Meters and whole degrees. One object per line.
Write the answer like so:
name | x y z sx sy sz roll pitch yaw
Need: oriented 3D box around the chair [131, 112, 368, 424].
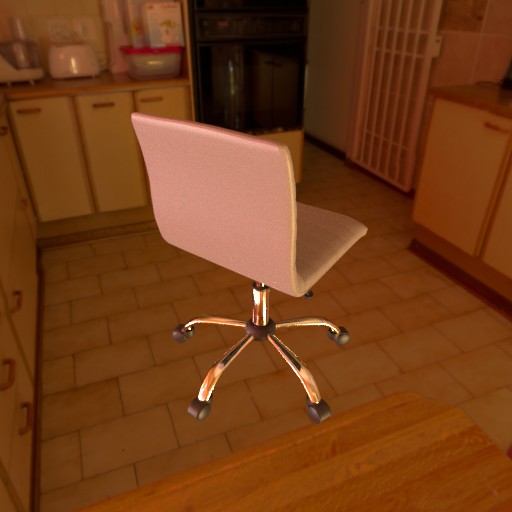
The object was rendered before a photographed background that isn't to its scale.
chair | 0.000 0.000 1.147 0.569 0.750 0.542 21 37 32
